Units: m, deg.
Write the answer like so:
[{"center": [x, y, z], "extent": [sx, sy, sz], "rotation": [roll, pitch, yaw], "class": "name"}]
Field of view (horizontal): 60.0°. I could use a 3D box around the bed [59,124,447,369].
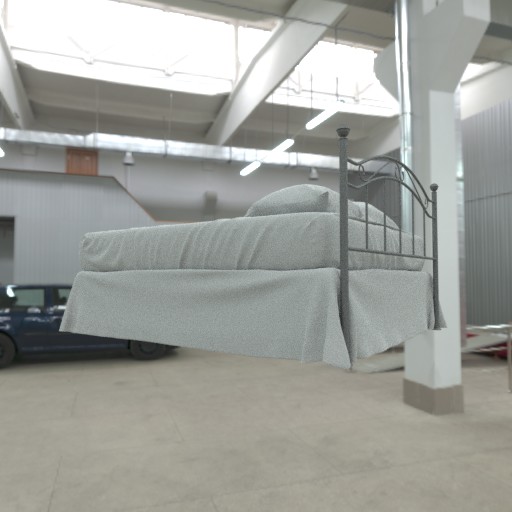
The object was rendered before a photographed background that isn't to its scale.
[{"center": [0.000, 0.000, 3.234], "extent": [2.215, 1.080, 1.936], "rotation": [-2, -3, 36], "class": "bed"}]
